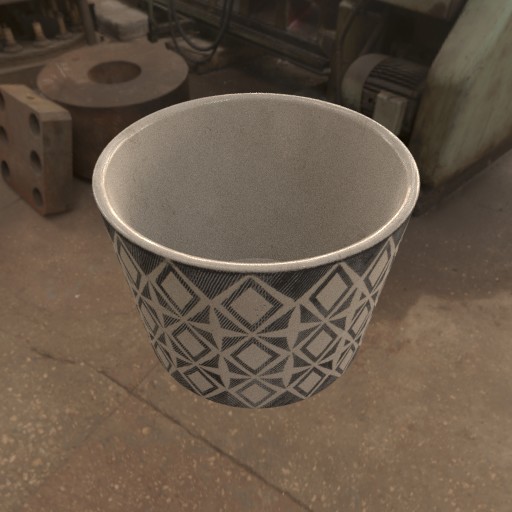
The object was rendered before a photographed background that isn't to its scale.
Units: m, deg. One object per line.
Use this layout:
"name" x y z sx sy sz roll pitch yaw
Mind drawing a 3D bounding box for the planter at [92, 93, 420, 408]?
"planter" 0.000 0.000 0.438 0.260 0.220 0.260 0 43 0
